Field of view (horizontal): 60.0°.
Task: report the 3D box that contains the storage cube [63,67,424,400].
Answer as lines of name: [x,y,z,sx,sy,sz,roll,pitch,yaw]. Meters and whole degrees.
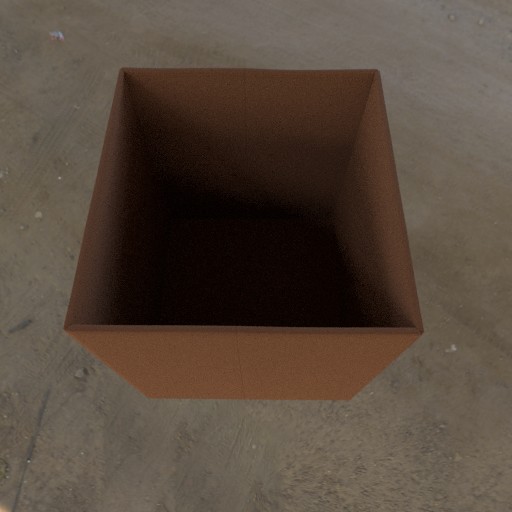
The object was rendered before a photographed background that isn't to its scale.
storage cube: [0.000,0.000,0.491,0.270,0.280,0.270,0,63,0]
